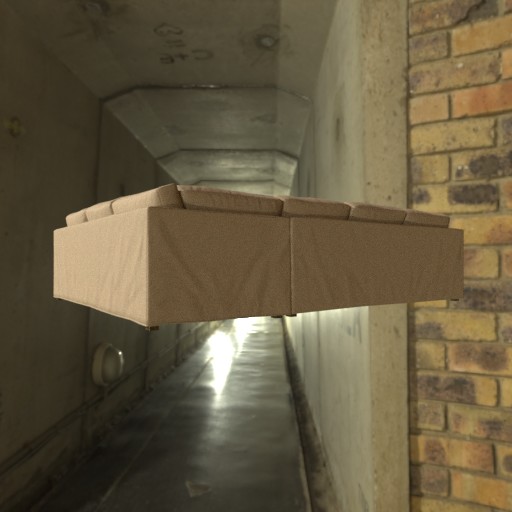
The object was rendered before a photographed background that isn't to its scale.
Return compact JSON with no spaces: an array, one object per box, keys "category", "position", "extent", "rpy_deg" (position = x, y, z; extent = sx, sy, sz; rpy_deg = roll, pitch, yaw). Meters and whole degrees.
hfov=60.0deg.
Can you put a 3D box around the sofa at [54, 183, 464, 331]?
[{"category":"sofa","position":[0.000,0.000,4.300],"extent":[3.182,0.871,2.432],"rpy_deg":[0,-1,-36]}]
